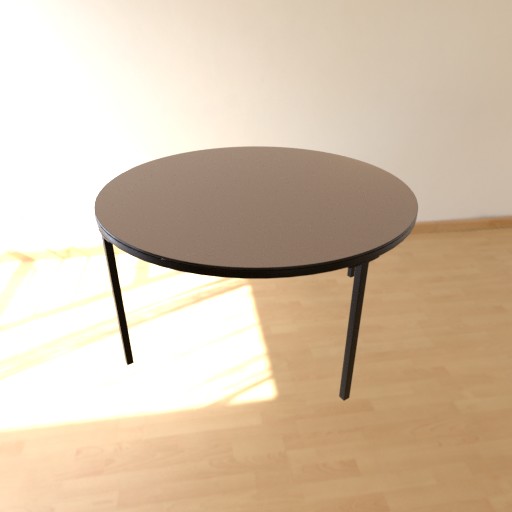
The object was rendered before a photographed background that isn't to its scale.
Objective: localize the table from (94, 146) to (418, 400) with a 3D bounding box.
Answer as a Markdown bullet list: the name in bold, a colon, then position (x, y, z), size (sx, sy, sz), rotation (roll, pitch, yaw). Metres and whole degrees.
- **table**: position (0.000, 0.000, 1.242), size (0.800, 0.400, 0.800), rotation (0, 29, 0)
